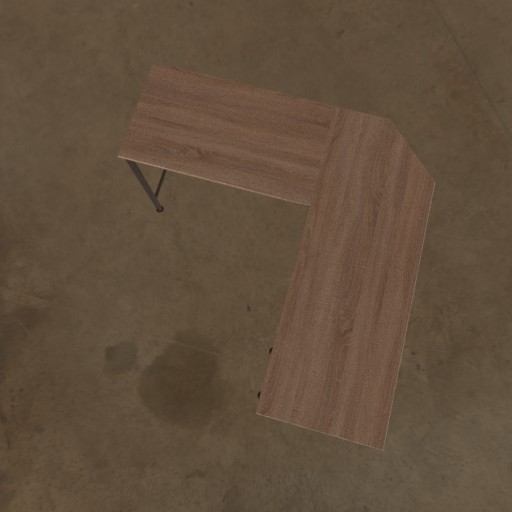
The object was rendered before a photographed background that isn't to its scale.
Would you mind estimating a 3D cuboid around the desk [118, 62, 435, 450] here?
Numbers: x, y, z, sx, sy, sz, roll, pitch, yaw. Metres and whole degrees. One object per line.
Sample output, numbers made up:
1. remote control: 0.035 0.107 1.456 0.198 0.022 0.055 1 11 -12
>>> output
1. desk: 0.000 0.000 2.237 1.379 0.739 1.379 15 77 4
